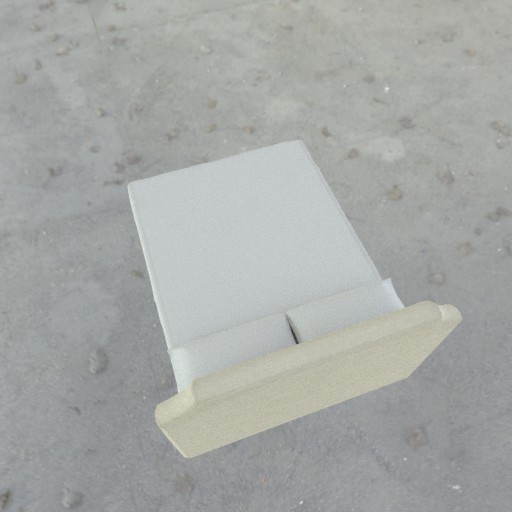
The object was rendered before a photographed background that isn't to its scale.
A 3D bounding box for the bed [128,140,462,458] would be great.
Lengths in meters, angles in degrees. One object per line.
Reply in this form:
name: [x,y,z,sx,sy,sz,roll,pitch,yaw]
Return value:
bed: [0.000,0.000,3.316,1.828,1.297,2.164,-17,59,-10]
